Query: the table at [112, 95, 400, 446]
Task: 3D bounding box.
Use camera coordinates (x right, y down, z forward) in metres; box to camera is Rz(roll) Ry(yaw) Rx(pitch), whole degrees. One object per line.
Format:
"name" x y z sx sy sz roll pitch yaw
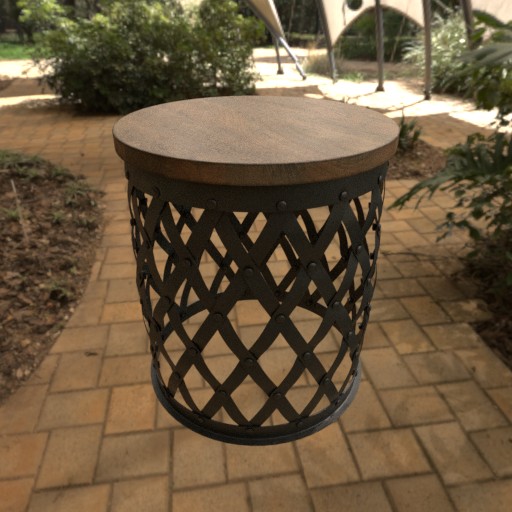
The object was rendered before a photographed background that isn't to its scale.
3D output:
"table" 0.000 0.000 0.758 0.405 0.454 0.405 0 30 0
